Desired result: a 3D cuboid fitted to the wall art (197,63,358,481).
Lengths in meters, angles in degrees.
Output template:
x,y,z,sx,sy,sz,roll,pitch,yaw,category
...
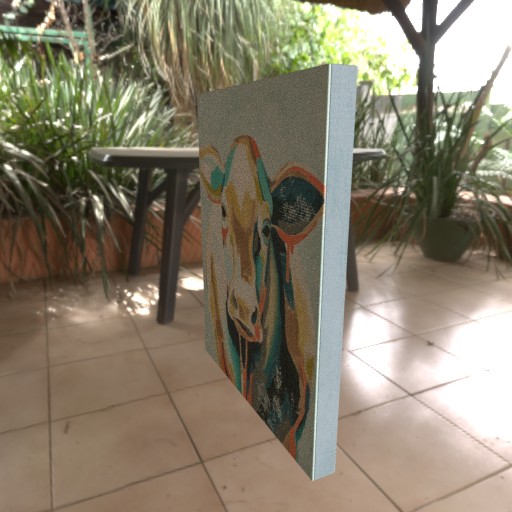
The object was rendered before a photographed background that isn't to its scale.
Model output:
x,y,z,sx,sy,sz,roll,pitch,yaw,category
0.000,0.000,0.699,0.037,0.509,0.409,-7,17,-25,wall art
